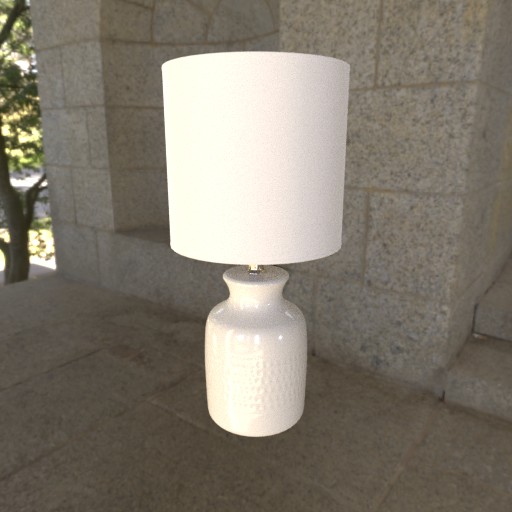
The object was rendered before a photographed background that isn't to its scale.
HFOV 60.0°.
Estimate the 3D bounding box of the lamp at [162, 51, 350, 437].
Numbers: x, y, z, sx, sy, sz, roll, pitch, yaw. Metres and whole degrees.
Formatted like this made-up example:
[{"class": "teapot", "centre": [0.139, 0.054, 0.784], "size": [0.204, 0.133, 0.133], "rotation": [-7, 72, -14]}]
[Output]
[{"class": "lamp", "centre": [0.000, 0.000, 0.500], "size": [0.188, 0.392, 0.188], "rotation": [2, 15, 8]}]
